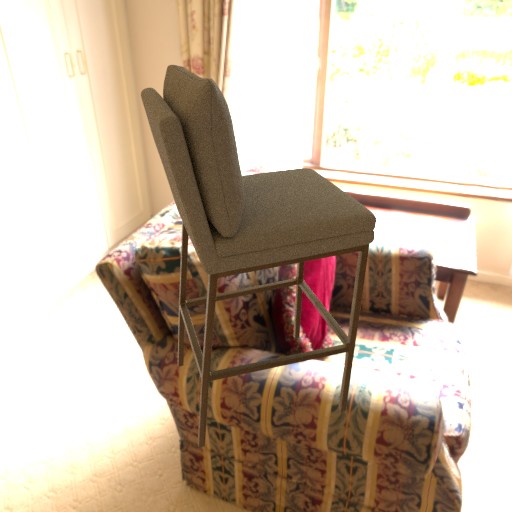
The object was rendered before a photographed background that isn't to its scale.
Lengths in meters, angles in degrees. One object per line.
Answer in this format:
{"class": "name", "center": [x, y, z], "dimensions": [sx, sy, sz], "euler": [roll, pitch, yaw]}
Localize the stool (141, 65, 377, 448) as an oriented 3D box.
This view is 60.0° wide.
{"class": "stool", "center": [0.000, 0.000, 1.427], "dimensions": [0.569, 1.132, 0.463], "euler": [-9, 31, -16]}
